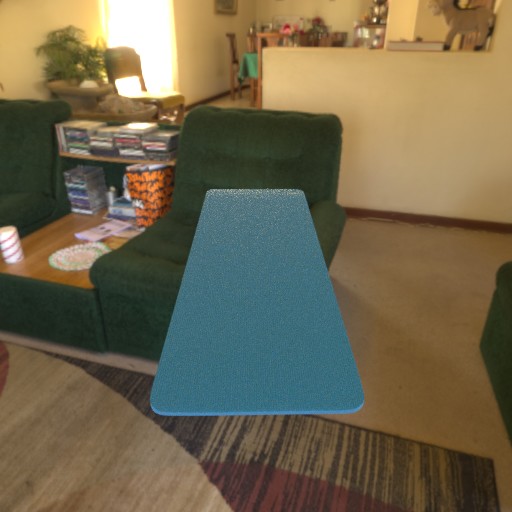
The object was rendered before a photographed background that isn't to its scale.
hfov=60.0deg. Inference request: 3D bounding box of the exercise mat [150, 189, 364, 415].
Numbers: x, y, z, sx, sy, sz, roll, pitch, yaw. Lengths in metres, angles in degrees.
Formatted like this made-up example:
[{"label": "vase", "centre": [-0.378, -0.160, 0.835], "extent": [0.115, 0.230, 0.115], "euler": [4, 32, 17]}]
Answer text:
[{"label": "exercise mat", "centre": [0.000, 0.000, 2.048], "extent": [0.616, 0.021, 1.869], "euler": [0, 28, 0]}]
